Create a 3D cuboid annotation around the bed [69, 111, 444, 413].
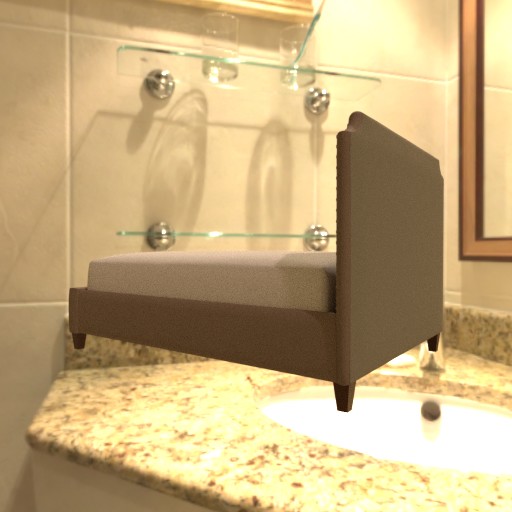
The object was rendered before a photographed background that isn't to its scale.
[{"bbox_3d":[0.000,0.000,3.394,2.372,1.443,1.713,1,1,36],"label":"bed"}]
